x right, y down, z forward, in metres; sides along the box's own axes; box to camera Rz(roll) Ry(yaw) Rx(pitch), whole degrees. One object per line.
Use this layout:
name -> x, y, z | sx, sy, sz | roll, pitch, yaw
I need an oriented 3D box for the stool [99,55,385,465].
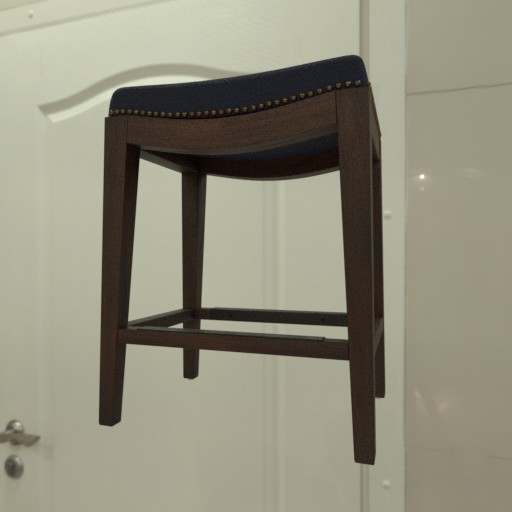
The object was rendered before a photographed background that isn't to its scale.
stool -> 0.000, 0.000, 0.918 | 0.500, 0.642, 0.361 | 0, 0, 19
